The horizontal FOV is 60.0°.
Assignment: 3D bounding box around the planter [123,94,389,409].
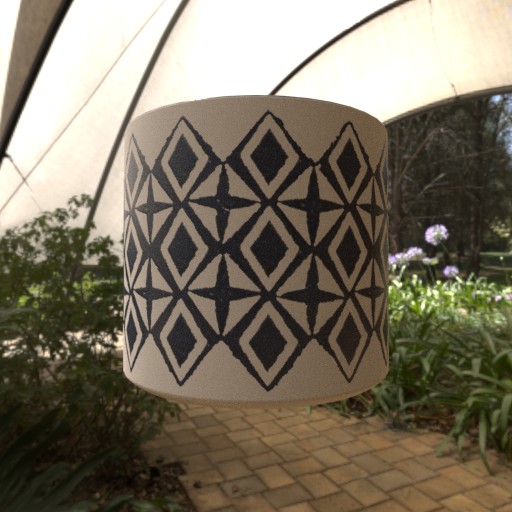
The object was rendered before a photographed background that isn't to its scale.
[{"bbox_3d":[0.000,0.000,0.391,0.224,0.203,0.224,0,-1,0],"label":"planter"}]
